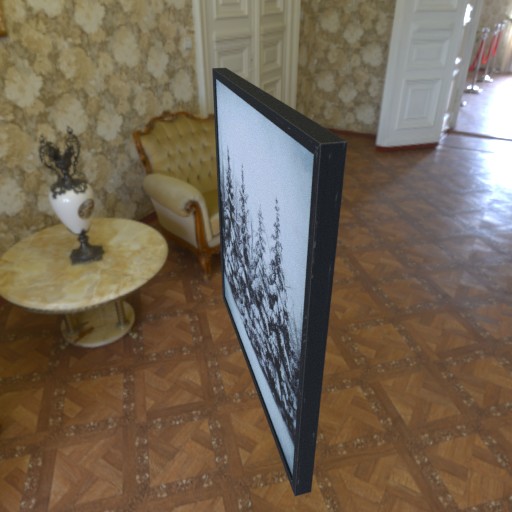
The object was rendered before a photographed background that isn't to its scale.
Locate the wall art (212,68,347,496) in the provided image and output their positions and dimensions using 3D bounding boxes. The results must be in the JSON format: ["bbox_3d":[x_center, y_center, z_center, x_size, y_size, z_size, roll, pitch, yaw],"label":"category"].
[{"bbox_3d":[0.000,0.000,1.080,0.037,0.761,0.761,-8,31,-13],"label":"wall art"}]
